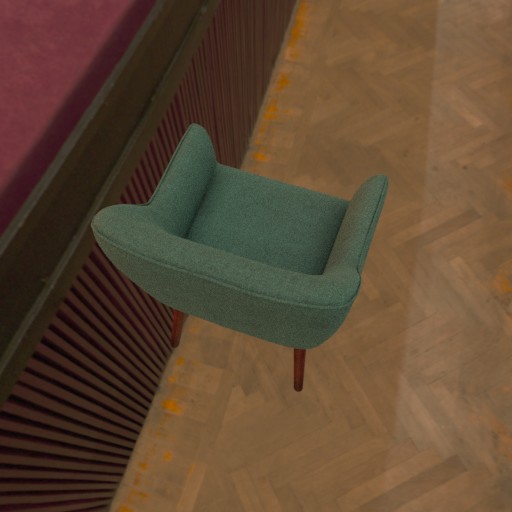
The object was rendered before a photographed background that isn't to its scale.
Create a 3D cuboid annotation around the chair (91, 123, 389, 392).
[{"bbox_3d":[0.000,0.000,1.172,0.543,0.803,0.519,17,64,9],"label":"chair"}]
